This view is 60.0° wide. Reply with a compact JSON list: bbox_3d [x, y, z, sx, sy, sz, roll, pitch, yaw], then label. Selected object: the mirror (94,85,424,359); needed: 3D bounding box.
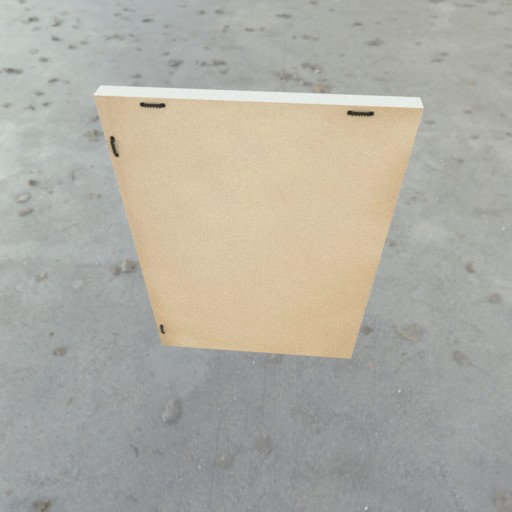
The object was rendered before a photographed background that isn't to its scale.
[{"bbox_3d":[0.000,0.000,0.943,0.507,0.710,0.039,3,46,3],"label":"mirror"}]
